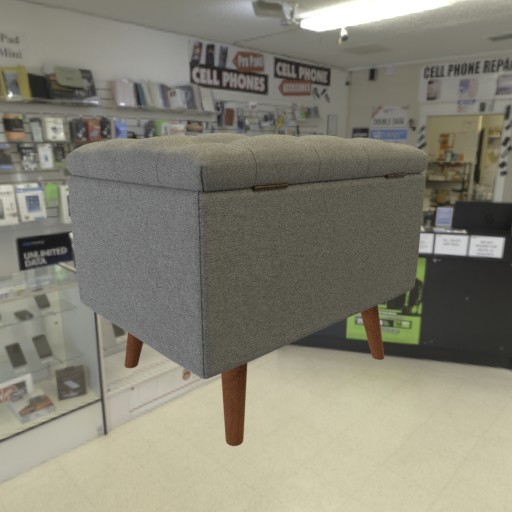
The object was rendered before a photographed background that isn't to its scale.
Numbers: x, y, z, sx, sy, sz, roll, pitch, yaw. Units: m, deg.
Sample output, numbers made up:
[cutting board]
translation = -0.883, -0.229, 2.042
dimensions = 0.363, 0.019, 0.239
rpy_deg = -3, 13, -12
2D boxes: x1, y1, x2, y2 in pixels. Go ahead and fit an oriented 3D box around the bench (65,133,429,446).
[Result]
[bench]
translation = 0.000, 0.000, 0.888
dimensions = 0.572, 0.469, 0.417
rpy_deg = -13, 19, -41
